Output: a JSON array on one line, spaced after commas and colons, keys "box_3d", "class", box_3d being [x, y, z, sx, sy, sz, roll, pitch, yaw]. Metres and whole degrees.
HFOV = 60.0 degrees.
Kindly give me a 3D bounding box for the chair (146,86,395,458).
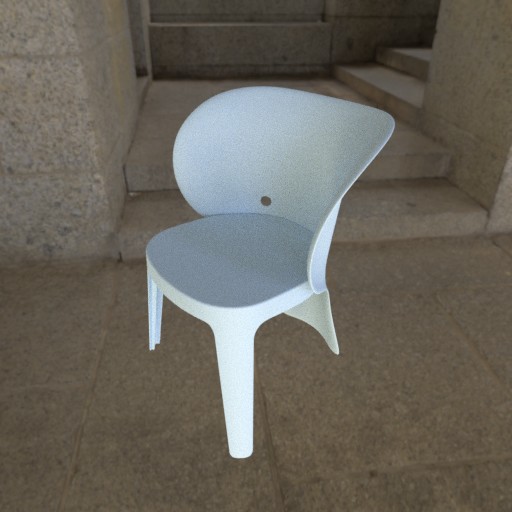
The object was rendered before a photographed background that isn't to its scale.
[{"box_3d": [0.000, 0.000, 0.868, 0.402, 0.554, 0.451, -21, 37, -31], "class": "chair"}]
